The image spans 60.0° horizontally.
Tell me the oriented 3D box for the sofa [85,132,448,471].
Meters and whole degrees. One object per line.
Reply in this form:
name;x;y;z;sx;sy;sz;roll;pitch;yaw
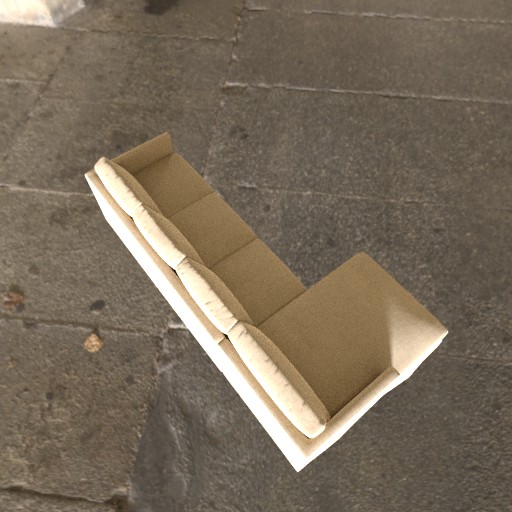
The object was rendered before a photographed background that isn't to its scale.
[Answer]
sofa;0.000;0.000;4.039;1.650;0.922;3.205;-34;64;-19
